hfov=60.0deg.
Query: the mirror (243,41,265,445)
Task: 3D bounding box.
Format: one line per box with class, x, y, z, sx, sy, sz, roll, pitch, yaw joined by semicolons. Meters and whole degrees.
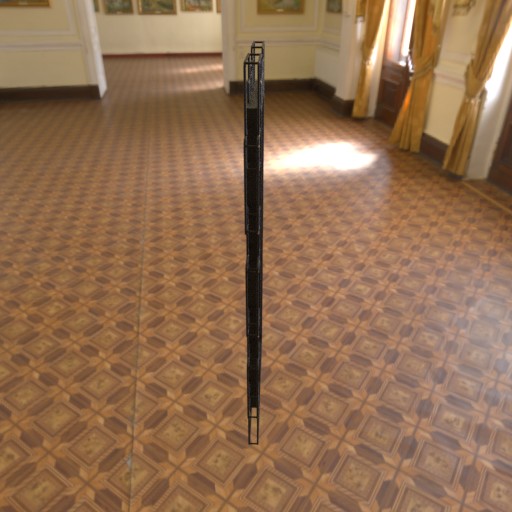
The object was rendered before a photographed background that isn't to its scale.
mirror;0.000;0.000;1.403;0.037;1.192;0.565;1;30;2
